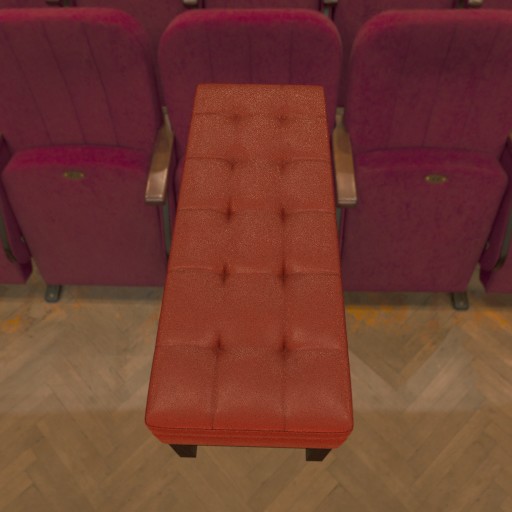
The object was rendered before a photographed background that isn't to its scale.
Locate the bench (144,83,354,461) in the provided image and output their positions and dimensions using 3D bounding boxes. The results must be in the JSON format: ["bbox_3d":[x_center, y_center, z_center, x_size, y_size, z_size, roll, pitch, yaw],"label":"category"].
[{"bbox_3d":[0.000,0.000,1.355,0.432,0.460,1.105,1,57,1],"label":"bench"}]
